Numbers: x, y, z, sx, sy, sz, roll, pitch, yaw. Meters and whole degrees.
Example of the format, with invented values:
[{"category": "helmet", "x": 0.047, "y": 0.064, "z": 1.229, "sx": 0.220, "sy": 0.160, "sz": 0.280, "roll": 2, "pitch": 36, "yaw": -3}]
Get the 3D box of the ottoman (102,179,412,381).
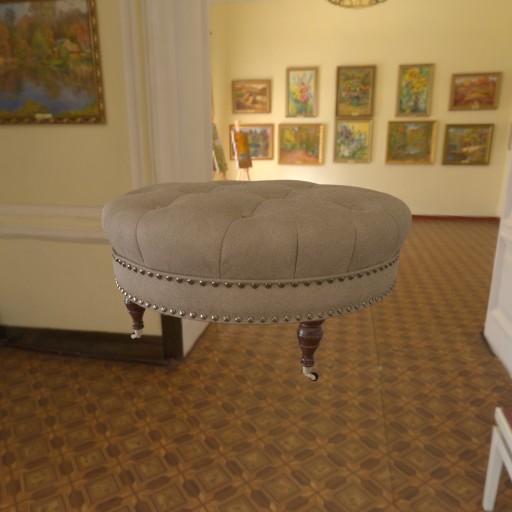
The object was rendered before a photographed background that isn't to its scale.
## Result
[{"category": "ottoman", "x": 0.000, "y": 0.000, "z": 1.390, "sx": 0.901, "sy": 0.439, "sz": 0.901, "roll": 0, "pitch": 15, "yaw": 0}]
